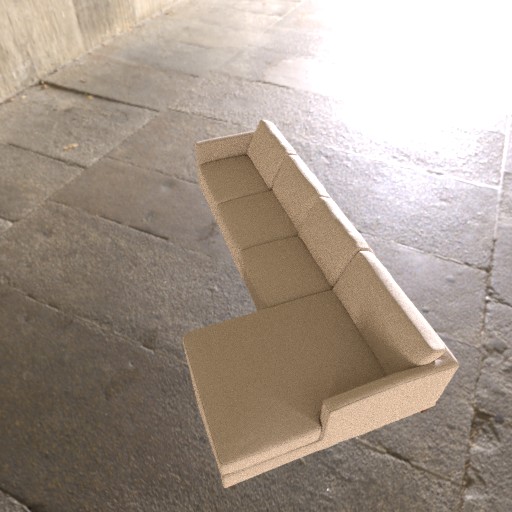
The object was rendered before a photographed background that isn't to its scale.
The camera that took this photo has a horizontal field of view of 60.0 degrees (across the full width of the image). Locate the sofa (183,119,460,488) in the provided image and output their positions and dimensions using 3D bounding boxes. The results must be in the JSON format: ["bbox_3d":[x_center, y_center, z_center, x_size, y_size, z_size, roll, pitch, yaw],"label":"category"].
[{"bbox_3d":[0.000,0.000,3.833,1.625,0.861,3.186,-15,47,-14],"label":"sofa"}]
